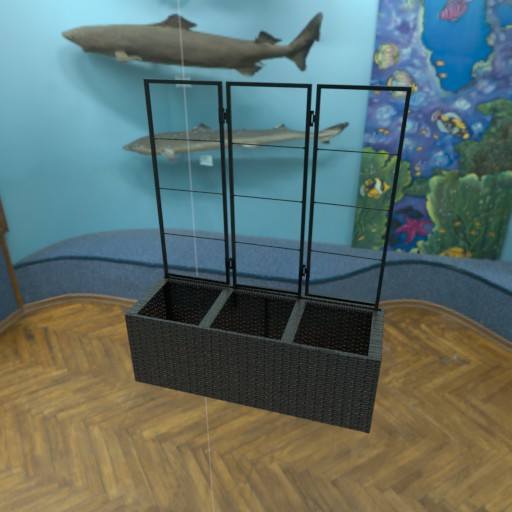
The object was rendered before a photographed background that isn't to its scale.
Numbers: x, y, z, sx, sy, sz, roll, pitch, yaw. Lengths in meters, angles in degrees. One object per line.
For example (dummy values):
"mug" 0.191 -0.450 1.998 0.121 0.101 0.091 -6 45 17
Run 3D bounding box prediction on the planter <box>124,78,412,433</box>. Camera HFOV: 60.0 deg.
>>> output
"planter" 0.000 0.000 1.174 0.699 0.841 0.244 8 28 15
